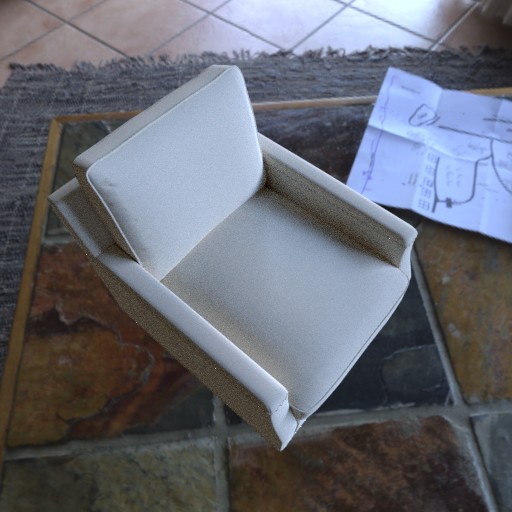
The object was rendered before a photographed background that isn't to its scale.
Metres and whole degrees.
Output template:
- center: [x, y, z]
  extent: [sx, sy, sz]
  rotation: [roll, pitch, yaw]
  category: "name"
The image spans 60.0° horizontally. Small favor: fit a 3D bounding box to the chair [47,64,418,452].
- center: [0.000, 0.000, 1.652]
  extent: [1.014, 0.943, 0.853]
  rotation: [36, 65, 20]
  category: "chair"
